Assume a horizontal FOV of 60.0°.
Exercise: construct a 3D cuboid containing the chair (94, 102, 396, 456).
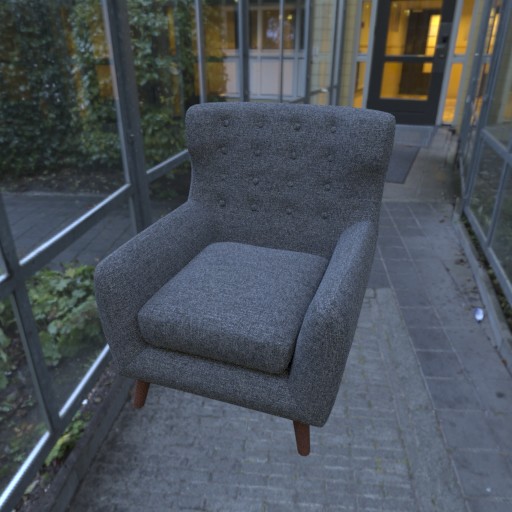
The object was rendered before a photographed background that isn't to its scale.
[{"bbox_3d":[0.000,0.000,1.732,0.889,1.039,0.940,9,27,17],"label":"chair"}]
